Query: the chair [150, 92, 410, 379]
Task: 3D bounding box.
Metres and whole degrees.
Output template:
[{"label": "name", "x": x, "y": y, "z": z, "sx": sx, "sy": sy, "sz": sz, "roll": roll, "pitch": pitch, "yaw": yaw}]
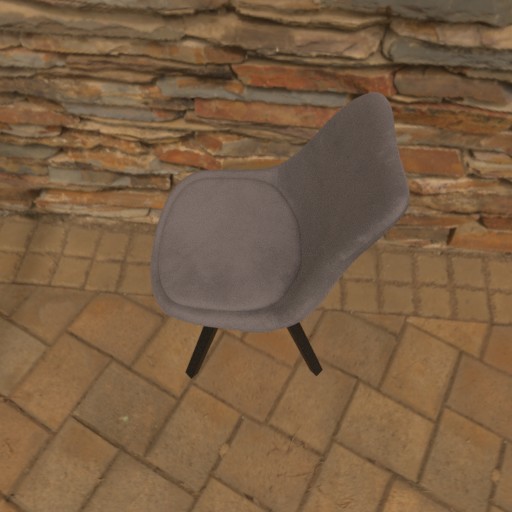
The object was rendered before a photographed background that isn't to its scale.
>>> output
[{"label": "chair", "x": 0.000, "y": 0.000, "z": 1.196, "sx": 0.550, "sy": 0.850, "sz": 0.485, "roll": 0, "pitch": 60, "yaw": 0}]
